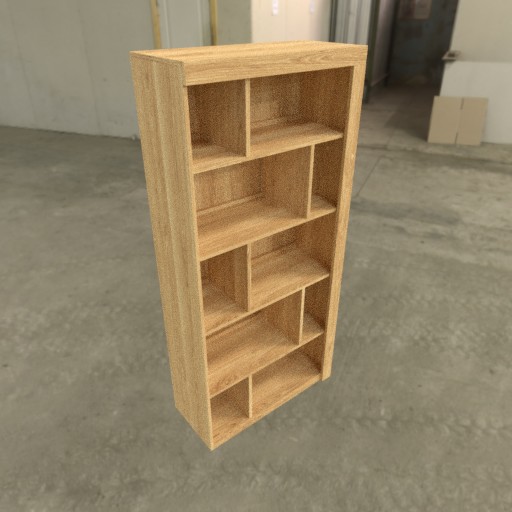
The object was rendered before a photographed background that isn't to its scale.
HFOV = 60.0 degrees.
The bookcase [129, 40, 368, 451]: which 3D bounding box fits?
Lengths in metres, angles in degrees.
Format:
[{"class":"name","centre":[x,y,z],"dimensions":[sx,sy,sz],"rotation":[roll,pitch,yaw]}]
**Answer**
[{"class":"bookcase","centre":[0.000,0.000,2.372],"dimensions":[0.950,2.020,0.420],"rotation":[-22,36,-33]}]
